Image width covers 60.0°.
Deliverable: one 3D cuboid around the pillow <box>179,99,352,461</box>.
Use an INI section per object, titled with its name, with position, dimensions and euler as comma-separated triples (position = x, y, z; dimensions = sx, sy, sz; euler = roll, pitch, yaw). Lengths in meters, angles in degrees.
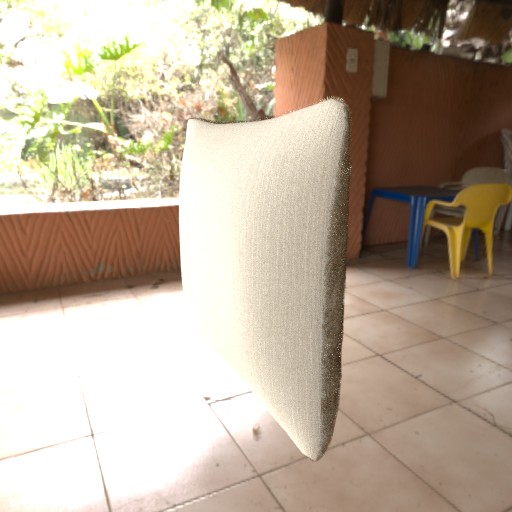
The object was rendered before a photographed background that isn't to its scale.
[pillow]
position = 0.000, 0.000, 0.830
dimensions = 0.216, 0.525, 0.538
euler = -8, 16, -27
